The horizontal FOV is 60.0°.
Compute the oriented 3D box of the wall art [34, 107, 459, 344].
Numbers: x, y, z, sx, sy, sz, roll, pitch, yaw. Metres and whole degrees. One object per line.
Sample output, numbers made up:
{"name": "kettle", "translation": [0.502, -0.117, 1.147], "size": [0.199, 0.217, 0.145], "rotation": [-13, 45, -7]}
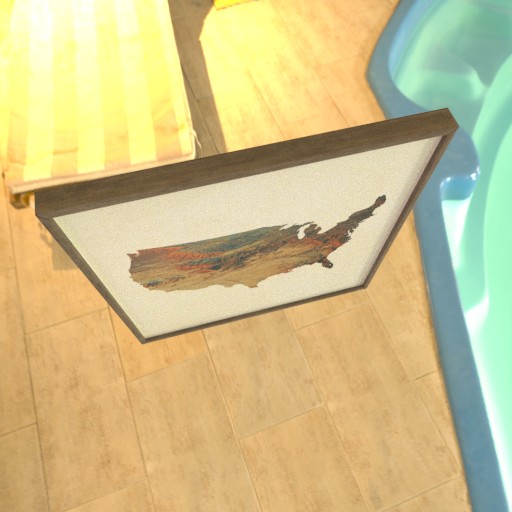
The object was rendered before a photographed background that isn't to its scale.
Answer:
{"name": "wall art", "translation": [0.000, 0.000, 1.102], "size": [0.749, 0.751, 0.050], "rotation": [-13, 64, -7]}
